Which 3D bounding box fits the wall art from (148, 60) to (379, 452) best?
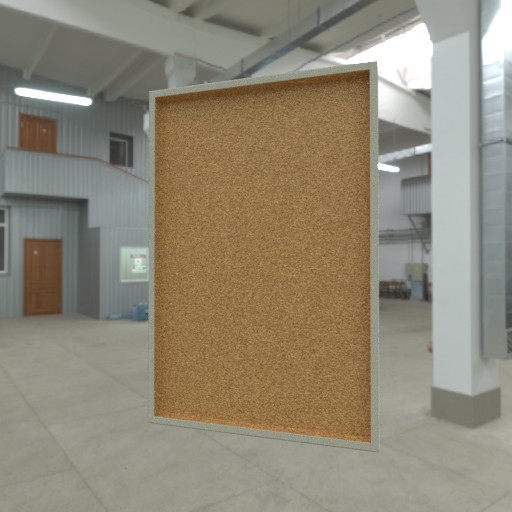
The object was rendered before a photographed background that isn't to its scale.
[{"bbox_3d":[0.000,0.000,1.146,0.610,0.914,0.038,0,-1,18],"label":"wall art"}]
